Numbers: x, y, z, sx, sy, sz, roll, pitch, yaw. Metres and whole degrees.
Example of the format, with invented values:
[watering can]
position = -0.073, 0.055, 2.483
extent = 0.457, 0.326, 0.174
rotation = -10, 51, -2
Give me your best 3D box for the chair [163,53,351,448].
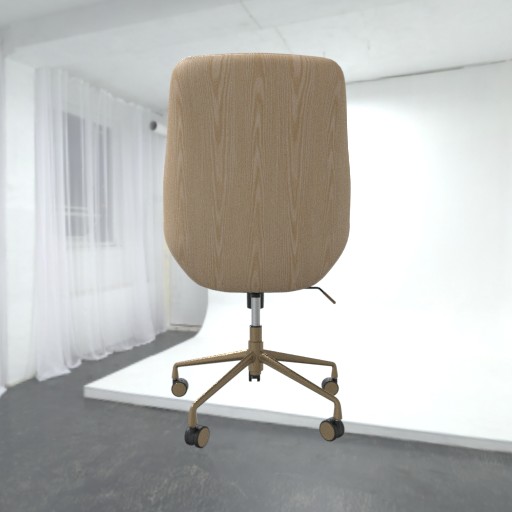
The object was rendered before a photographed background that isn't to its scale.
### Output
[chair]
position = 0.000, 0.000, 1.337
extent = 0.564, 0.952, 0.668
rotation = 0, 2, -1
